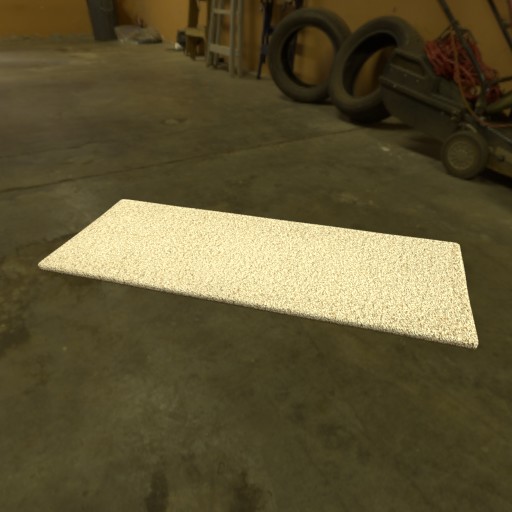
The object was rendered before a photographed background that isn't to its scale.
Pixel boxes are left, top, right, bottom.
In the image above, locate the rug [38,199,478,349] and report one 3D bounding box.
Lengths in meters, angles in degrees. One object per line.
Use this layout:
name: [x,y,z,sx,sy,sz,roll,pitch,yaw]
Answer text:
rug: [0.000,0.000,1.716,1.524,0.030,0.609,9,33,14]
